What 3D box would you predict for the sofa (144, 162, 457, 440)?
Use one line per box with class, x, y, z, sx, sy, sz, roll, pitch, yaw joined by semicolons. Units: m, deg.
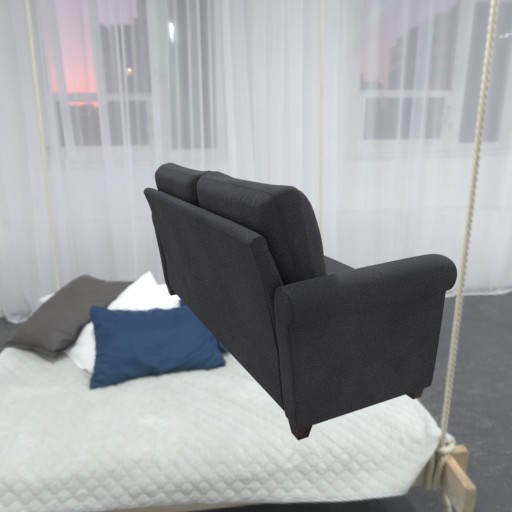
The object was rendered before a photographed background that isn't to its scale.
sofa;0.000;0.000;2.442;0.842;0.942;1.935;-7;17;-25
